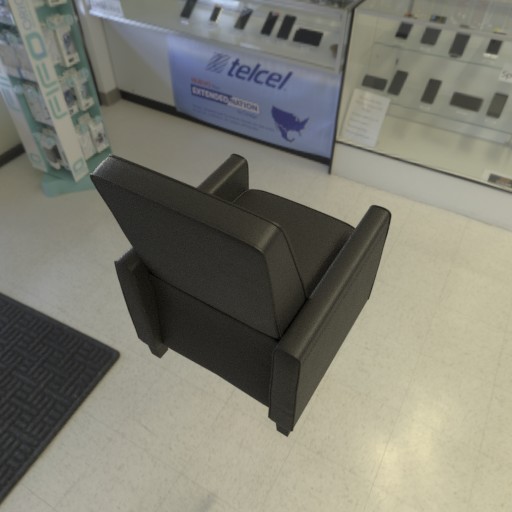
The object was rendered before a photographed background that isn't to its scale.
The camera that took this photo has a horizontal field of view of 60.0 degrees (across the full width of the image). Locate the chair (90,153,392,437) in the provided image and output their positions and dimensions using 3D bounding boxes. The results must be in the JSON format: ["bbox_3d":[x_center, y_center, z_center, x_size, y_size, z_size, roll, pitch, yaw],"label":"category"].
[{"bbox_3d":[0.000,0.000,1.549,0.705,1.013,0.746,25,51,22],"label":"chair"}]
